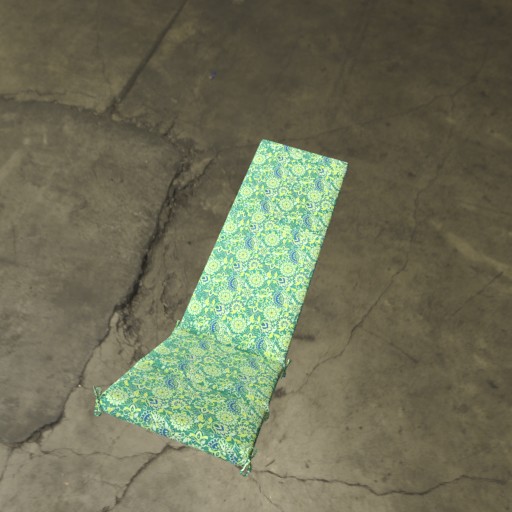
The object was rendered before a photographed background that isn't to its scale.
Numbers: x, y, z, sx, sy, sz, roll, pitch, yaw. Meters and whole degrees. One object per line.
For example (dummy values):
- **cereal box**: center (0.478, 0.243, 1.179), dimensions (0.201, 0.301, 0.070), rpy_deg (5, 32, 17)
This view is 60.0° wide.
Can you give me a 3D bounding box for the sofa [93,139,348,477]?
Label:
- **sofa**: center (0.000, 0.000, 1.960), dimensions (0.582, 0.622, 1.663), rpy_deg (18, 66, 8)
